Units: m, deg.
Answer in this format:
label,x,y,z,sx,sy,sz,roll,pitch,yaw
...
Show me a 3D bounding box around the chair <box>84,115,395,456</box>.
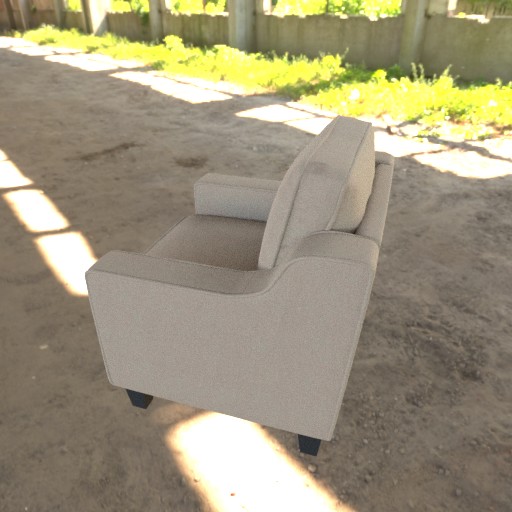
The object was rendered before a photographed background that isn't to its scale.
label,x,y,z,sx,sy,sz,roll,pitch,yaw
chair,0.000,0.000,1.659,0.882,0.948,0.922,9,31,15
